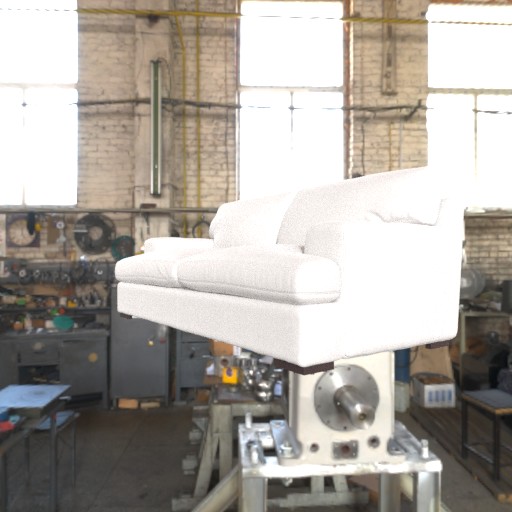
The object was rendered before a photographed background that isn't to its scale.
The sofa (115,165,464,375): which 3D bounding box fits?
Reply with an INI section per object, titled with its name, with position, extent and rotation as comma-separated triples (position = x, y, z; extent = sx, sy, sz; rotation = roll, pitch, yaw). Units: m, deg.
[sofa]
position = 0.000, 0.000, 2.858
extent = 1.143, 0.940, 2.261
rotation = 0, 0, -36
